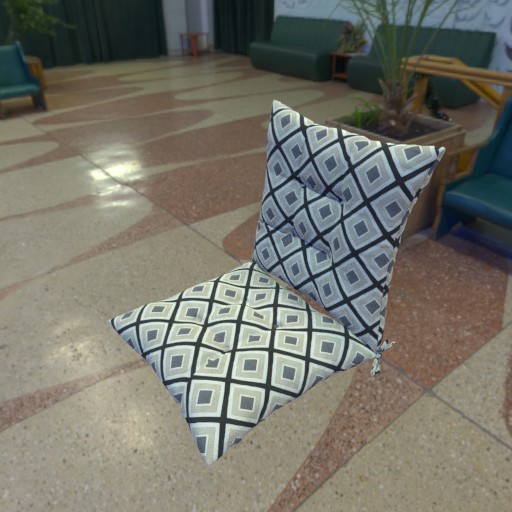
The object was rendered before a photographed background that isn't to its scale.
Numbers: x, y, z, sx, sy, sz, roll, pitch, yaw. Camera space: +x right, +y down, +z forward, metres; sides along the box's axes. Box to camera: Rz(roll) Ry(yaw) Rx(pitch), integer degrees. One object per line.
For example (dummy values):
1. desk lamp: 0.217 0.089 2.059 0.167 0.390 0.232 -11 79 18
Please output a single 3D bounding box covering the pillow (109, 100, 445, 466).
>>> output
1. pillow: 0.000 0.000 1.001 0.585 0.536 0.541 -21 38 -30
